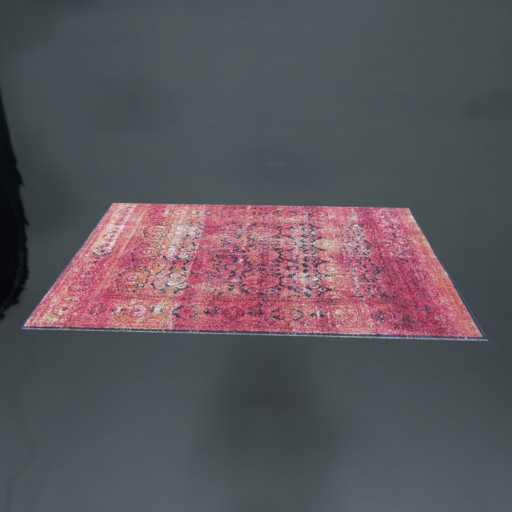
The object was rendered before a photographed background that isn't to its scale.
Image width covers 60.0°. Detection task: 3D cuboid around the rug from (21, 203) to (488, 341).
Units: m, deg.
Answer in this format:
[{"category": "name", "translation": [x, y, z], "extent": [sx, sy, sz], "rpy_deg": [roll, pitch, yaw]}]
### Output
[{"category": "rug", "translation": [0.000, 0.000, 2.969], "extent": [2.449, 0.018, 1.539], "rpy_deg": [1, 32, 2]}]
